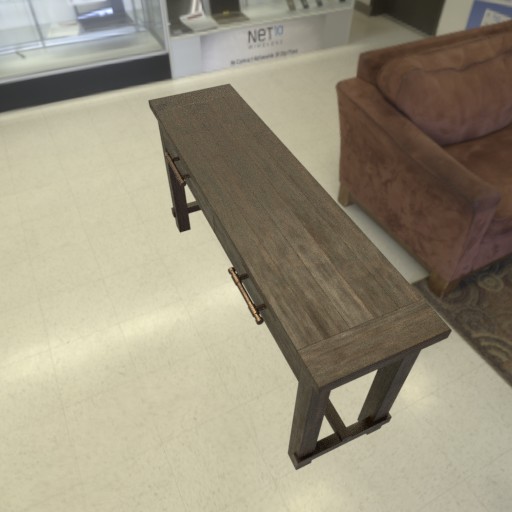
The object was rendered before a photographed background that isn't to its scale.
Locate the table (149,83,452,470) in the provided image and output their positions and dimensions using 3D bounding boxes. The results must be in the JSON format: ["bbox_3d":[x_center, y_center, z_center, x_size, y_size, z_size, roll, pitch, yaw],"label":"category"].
[{"bbox_3d":[0.000,0.000,1.911,0.442,0.762,1.599,-18,49,-17],"label":"table"}]
